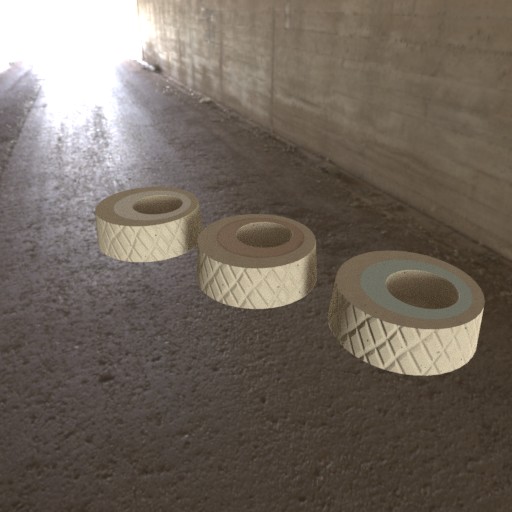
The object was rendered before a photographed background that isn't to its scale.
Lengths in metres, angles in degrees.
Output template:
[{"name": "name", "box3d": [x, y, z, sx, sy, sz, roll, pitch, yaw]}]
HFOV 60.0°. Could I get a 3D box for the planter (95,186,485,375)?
[{"name": "planter", "box3d": [0.000, 0.000, 0.412, 0.390, 0.038, 0.114, 18, 34, 29]}]
